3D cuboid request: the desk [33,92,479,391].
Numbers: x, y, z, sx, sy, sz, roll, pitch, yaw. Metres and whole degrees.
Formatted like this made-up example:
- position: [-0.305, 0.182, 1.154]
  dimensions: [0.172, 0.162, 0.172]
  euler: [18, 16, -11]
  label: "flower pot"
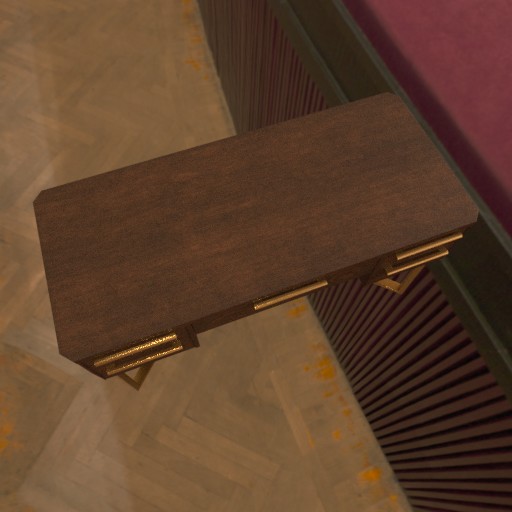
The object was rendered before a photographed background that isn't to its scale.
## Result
- position: [0.000, 0.000, 1.915]
  dimensions: [1.479, 0.762, 0.684]
  euler: [-18, 65, -9]
  label: "desk"
